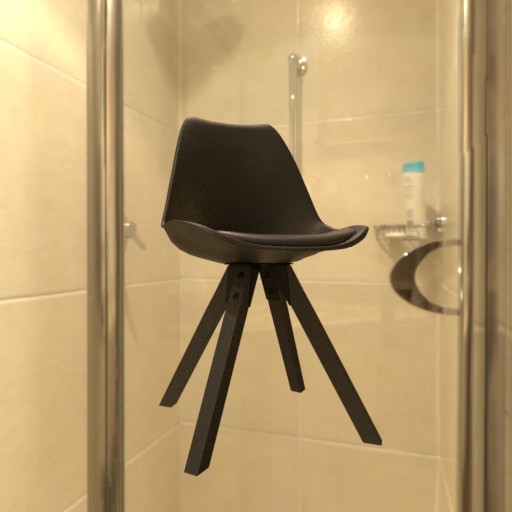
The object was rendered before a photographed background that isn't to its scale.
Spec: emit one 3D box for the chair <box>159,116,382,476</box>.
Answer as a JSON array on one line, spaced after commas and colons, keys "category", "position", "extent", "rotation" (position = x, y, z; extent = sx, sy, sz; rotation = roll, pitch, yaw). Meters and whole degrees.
[{"category": "chair", "position": [0.000, 0.000, 1.154], "extent": [0.485, 0.850, 0.550], "rotation": [0, 0, -19]}]
